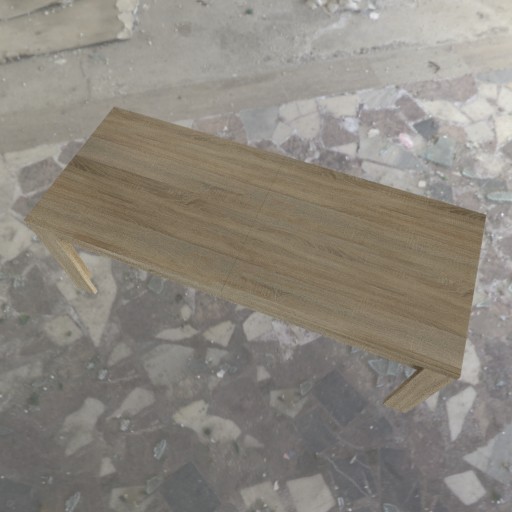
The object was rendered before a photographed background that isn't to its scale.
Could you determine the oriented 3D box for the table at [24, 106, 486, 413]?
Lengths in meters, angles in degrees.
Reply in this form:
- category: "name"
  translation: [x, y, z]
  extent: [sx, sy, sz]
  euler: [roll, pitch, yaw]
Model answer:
- category: "table"
  translation: [0.000, 0.000, 2.618]
  extent: [2.200, 0.790, 0.900]
  euler: [19, 62, 11]
